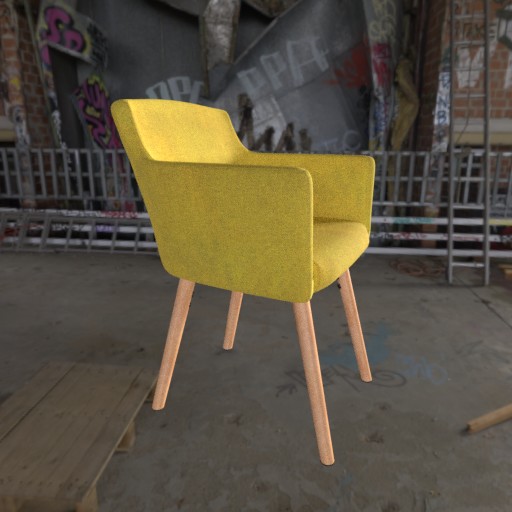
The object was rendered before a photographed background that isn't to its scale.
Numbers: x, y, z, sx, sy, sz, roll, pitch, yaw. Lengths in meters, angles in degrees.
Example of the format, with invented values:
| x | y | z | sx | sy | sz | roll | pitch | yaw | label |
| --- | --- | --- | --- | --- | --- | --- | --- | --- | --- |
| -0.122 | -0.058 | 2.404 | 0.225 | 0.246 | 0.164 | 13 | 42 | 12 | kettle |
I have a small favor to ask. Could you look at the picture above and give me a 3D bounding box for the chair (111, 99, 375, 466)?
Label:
| x | y | z | sx | sy | sz | roll | pitch | yaw | label |
| --- | --- | --- | --- | --- | --- | --- | --- | --- | --- |
| 0.000 | 0.000 | 1.151 | 0.570 | 0.780 | 0.570 | 7 | 17 | 25 | chair |
